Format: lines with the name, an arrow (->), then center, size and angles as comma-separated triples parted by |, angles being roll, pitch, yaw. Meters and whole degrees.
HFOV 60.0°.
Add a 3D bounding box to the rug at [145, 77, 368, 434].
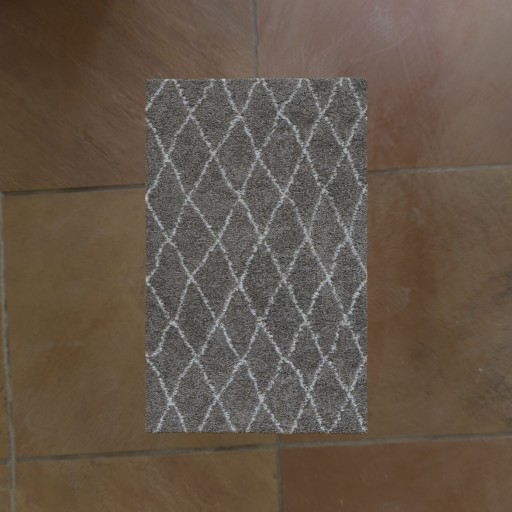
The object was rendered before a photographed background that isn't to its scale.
rug -> 0.000, 0.000, 3.045 | 1.524, 0.030, 2.438 | 0, 90, 1
